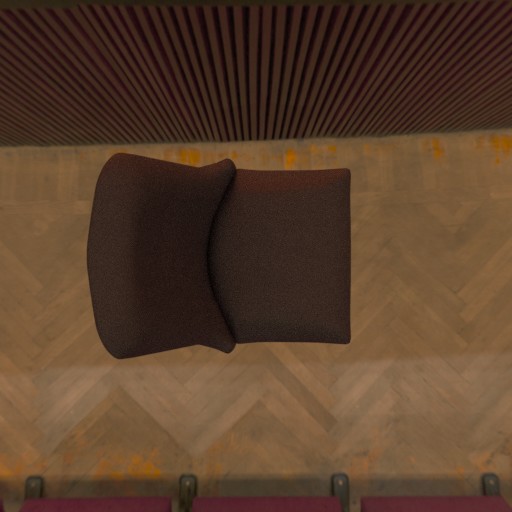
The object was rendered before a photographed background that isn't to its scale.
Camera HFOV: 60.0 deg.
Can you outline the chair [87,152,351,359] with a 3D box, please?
[{"bbox_3d":[0.000,0.000,1.144,0.567,0.820,0.504,0,90,0],"label":"chair"}]
